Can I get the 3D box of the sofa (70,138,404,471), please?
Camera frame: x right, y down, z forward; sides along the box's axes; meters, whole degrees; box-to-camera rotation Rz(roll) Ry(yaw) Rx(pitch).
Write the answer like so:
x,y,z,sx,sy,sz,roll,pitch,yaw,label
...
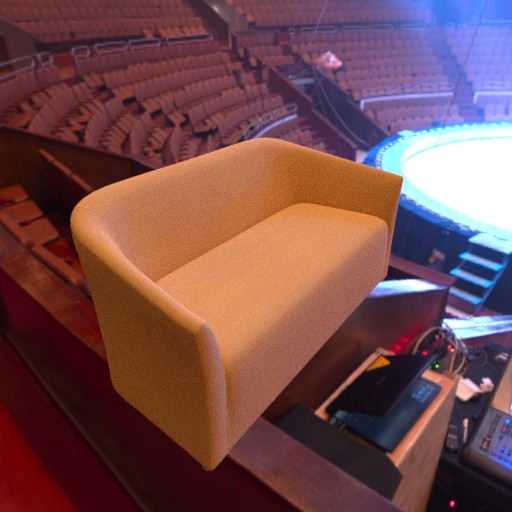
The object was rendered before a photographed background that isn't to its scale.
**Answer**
x,y,z,sx,sy,sz,roll,pitch,yaw,label
0.000,0.000,1.842,0.705,0.721,1.452,18,33,31,sofa
